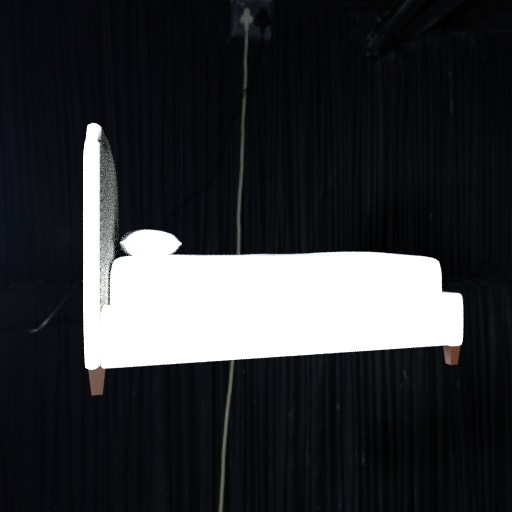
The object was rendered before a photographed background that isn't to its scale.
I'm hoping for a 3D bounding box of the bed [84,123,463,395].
[{"bbox_3d":[0.000,0.000,3.388,2.365,1.443,1.712,0,0,-17],"label":"bed"}]
